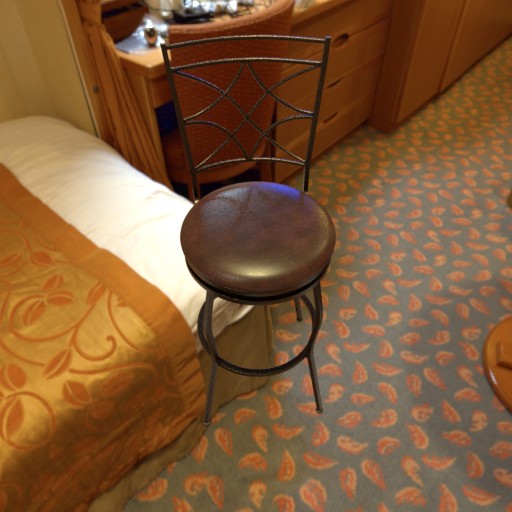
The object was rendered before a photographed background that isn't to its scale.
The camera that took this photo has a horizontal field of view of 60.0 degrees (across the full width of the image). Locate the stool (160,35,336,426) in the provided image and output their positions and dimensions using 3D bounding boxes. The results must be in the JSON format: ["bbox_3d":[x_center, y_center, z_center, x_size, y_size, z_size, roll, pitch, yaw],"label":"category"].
[{"bbox_3d":[0.000,0.000,1.362,0.434,1.117,0.534,-4,45,-4],"label":"stool"}]
